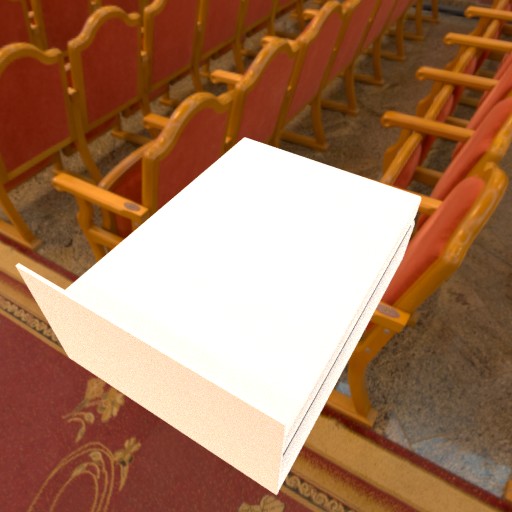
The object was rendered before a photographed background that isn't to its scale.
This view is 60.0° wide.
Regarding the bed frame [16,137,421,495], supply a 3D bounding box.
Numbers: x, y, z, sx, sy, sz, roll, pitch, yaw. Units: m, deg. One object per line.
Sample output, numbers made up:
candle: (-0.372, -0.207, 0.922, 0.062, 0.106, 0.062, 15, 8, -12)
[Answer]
bed frame: (0.000, 0.000, 2.610, 1.400, 0.800, 1.900, 24, 51, 21)
